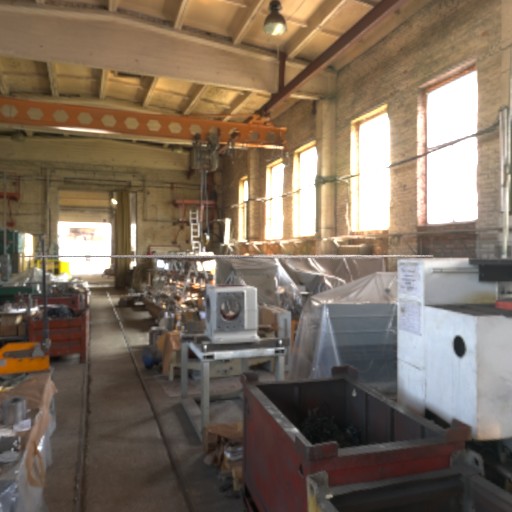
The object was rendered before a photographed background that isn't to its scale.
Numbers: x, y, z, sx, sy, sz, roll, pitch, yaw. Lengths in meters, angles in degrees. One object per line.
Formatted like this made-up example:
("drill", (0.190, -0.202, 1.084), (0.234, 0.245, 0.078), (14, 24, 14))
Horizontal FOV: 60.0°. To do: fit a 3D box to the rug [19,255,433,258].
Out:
("rug", (0.000, 0.000, 4.318), (2.449, 0.019, 3.357), (0, 0, 37))
